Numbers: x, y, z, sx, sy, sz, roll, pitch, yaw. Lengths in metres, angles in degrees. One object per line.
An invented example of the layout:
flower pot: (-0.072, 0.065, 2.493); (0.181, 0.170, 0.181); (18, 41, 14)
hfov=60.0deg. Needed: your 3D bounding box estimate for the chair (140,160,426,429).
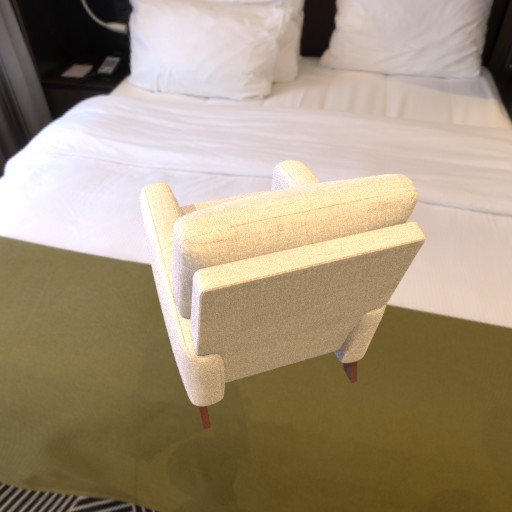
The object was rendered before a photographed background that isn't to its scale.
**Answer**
chair: (0.000, 0.000, 1.673); (0.762, 0.990, 0.990); (-13, 43, -14)
